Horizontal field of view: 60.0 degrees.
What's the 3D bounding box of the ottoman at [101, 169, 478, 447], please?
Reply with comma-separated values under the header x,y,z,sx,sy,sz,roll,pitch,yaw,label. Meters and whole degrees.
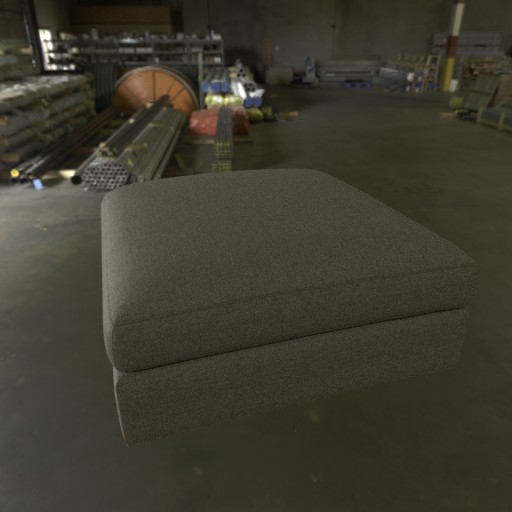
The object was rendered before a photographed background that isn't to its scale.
x,y,z,sx,sy,sz,roll,pitch,yaw,label
0.000,0.000,1.594,1.041,0.470,1.041,-8,27,-16,ottoman
